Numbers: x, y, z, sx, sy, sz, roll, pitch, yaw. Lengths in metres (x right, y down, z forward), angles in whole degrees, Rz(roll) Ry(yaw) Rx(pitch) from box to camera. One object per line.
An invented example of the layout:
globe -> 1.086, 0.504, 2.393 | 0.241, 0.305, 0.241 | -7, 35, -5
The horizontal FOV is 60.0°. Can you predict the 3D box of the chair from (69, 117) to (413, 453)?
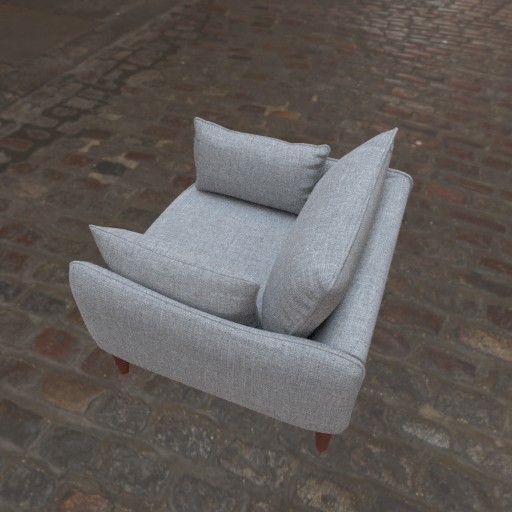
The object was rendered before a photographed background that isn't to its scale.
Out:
chair -> 0.000, 0.000, 1.688 | 0.976, 0.839, 0.993 | 16, 48, 15
